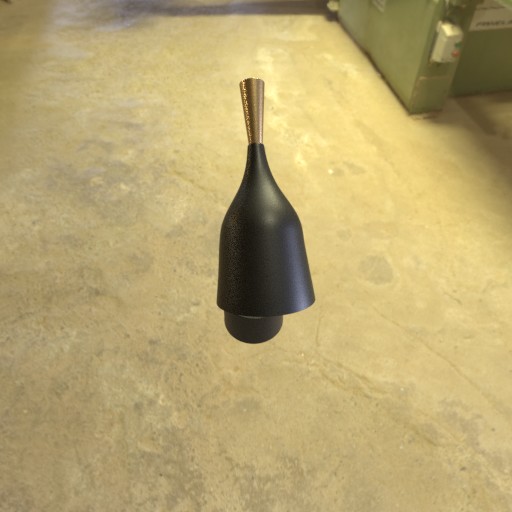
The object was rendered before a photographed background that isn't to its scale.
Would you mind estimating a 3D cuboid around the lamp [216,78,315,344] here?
[{"bbox_3d":[0.000,0.000,0.620,0.110,0.464,0.352,-3,47,-3],"label":"lamp"}]
